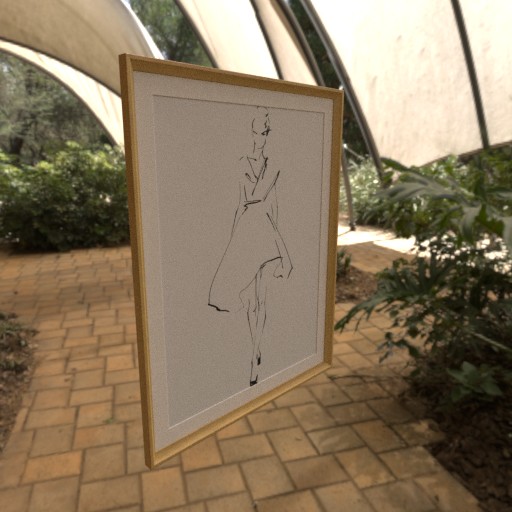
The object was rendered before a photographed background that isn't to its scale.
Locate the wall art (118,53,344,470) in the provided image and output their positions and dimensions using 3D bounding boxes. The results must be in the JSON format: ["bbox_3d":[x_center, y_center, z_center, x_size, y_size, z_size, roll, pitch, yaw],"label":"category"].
[{"bbox_3d":[0.000,0.000,1.319,0.030,1.002,0.798,13,18,43],"label":"wall art"}]
